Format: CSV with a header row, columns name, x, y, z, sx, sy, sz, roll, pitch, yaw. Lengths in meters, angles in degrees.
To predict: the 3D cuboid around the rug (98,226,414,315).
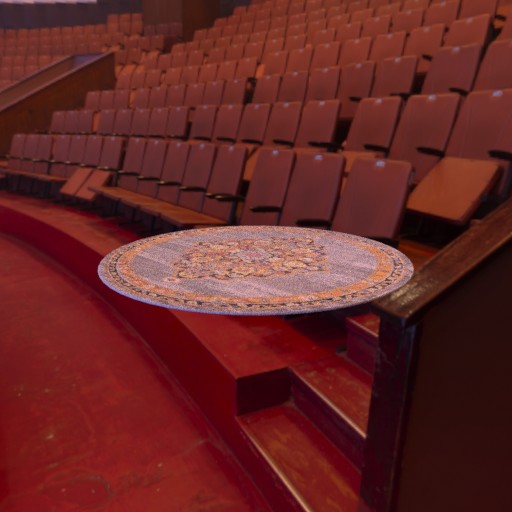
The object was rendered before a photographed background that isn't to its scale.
name,x,y,z,sx,sy,sz,roll,pitch,yaw
rug,0.000,0.000,3.530,2.382,0.014,2.382,0,15,0
